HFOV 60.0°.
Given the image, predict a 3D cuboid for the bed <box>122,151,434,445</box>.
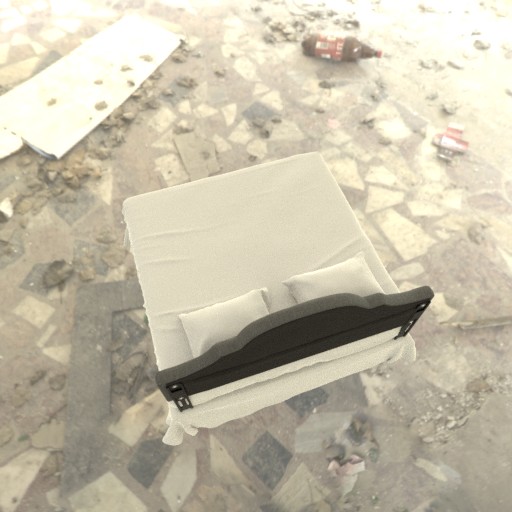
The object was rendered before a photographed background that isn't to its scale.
[{"bbox_3d":[0.000,0.000,3.760,2.303,1.631,2.222,-16,59,-10],"label":"bed"}]
